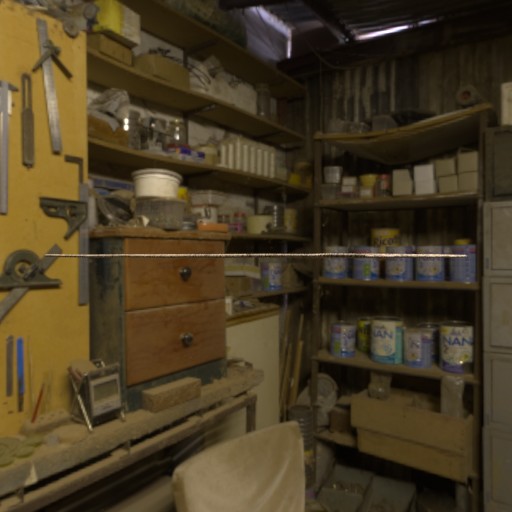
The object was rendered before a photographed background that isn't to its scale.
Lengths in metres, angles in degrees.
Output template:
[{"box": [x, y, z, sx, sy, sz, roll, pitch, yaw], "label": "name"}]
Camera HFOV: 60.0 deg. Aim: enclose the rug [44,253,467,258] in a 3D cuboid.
[{"box": [0.000, 0.000, 4.200, 3.199, 0.036, 2.414, 0, 0, 37], "label": "rug"}]
